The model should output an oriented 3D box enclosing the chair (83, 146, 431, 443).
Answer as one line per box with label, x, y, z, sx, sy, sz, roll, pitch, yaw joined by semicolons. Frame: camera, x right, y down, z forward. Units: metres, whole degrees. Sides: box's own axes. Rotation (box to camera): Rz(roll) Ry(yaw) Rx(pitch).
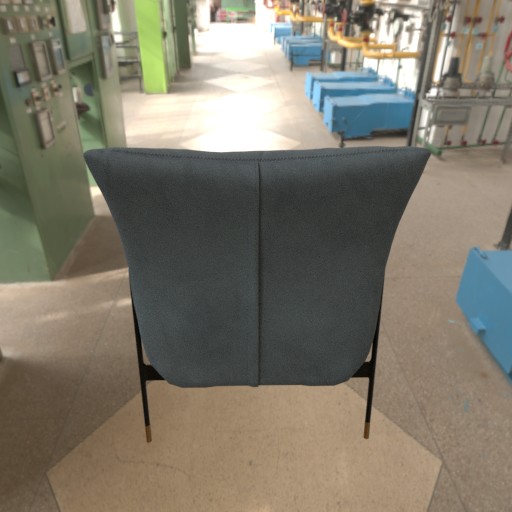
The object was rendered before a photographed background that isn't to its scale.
chair;0.000;0.000;1.346;0.678;0.858;0.709;-1;30;-1
